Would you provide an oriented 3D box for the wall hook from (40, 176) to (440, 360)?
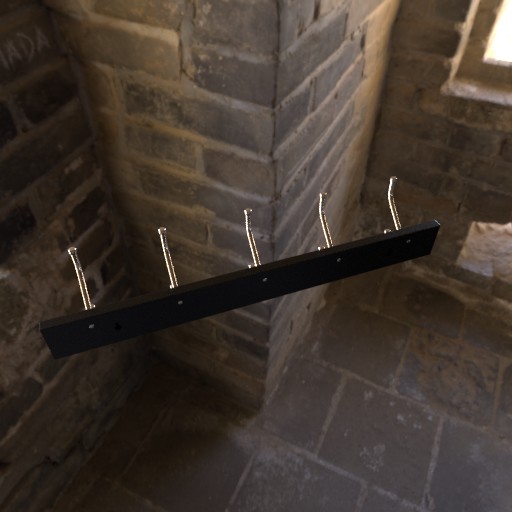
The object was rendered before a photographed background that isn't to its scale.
[{"bbox_3d":[0.000,0.000,0.623,0.571,0.117,0.071,-14,44,-15],"label":"wall hook"}]
